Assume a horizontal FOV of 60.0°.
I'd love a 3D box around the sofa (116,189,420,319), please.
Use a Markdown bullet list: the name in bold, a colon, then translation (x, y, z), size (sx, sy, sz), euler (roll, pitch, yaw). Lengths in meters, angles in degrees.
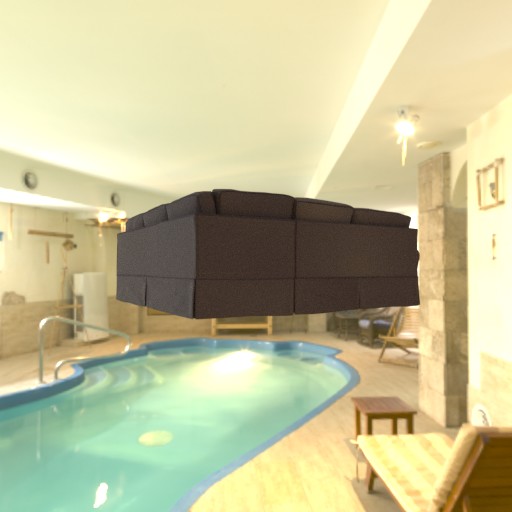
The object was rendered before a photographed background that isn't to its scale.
- **sofa**: translation (0.000, 0.000, 5.079), size (3.773, 1.169, 2.874), euler (0, -2, 1)
